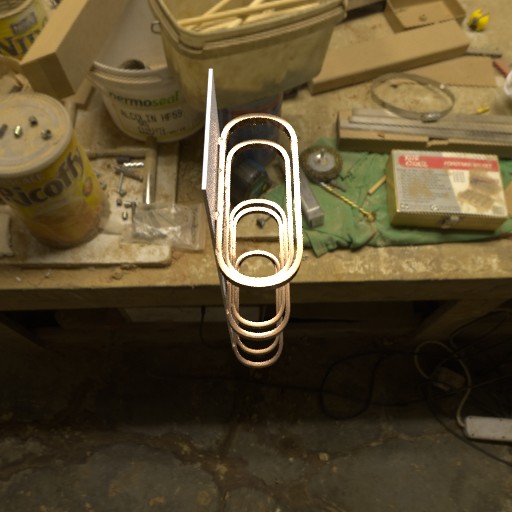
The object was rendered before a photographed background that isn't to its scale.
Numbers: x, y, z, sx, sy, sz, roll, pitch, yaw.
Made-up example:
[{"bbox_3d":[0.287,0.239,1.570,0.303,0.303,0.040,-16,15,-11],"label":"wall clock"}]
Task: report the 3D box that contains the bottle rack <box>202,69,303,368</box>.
[{"bbox_3d":[0.000,0.000,0.837,0.118,0.709,0.332,0,64,0],"label":"bottle rack"}]
